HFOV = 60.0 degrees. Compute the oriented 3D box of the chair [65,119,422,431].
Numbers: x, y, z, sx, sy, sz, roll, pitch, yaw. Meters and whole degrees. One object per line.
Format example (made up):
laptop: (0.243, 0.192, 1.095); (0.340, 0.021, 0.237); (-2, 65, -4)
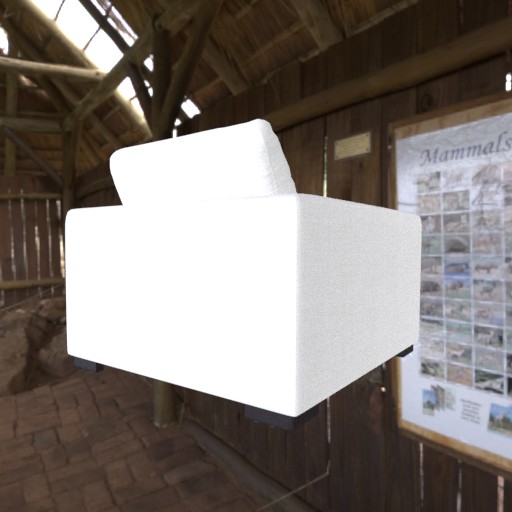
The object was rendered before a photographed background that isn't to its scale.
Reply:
chair: (0.000, 0.000, 1.870); (1.070, 0.876, 1.100); (2, 3, 36)
